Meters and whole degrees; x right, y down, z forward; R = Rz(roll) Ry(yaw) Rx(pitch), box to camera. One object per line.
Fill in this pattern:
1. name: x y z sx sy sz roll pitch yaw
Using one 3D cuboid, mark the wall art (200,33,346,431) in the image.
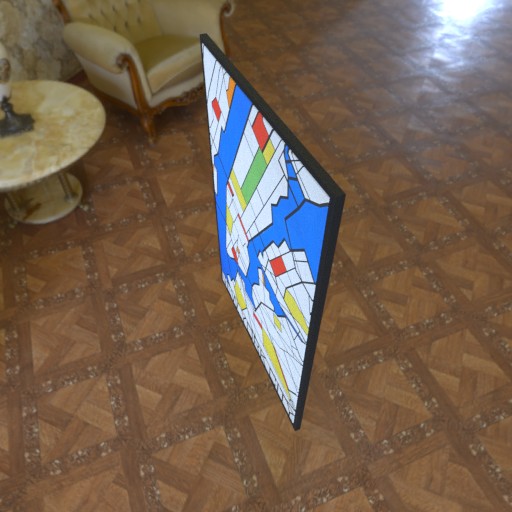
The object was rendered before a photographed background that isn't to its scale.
1. wall art: 0.000 0.000 0.858 0.013 0.660 0.460 -18 50 -15
